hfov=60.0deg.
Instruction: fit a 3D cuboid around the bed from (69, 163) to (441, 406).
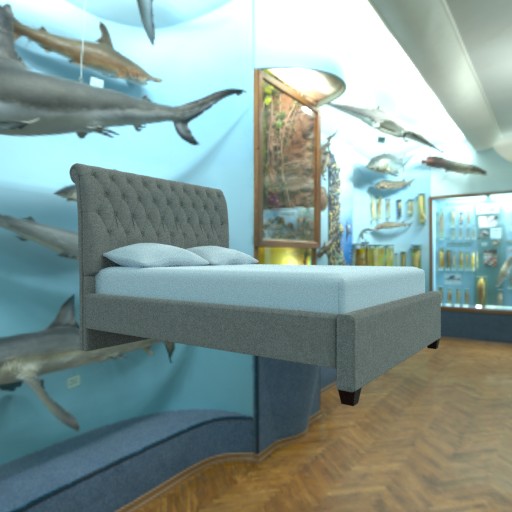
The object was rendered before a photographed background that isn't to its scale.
[{"bbox_3d":[0.000,0.000,3.313,2.252,1.371,1.645,0,0,36],"label":"bed"}]
